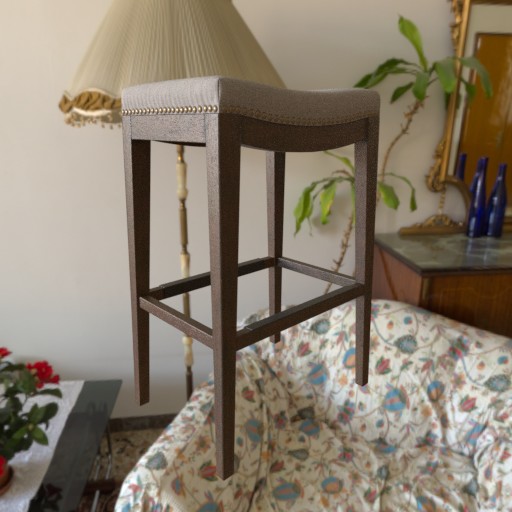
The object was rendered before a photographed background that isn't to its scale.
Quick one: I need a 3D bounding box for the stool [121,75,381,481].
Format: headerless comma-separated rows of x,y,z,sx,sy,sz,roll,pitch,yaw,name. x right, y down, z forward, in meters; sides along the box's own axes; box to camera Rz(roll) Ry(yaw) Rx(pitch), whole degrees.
0.000,0.000,1.061,0.508,0.762,0.356,-15,22,-41,stool
